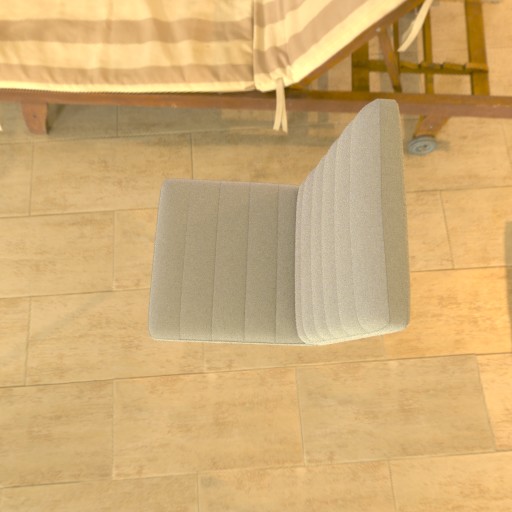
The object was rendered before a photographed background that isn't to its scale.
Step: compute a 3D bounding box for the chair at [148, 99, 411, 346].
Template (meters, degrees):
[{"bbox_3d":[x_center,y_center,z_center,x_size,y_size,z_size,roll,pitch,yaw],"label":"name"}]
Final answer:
[{"bbox_3d":[0.000,0.000,1.352,0.634,0.930,0.520,2,75,0],"label":"chair"}]
